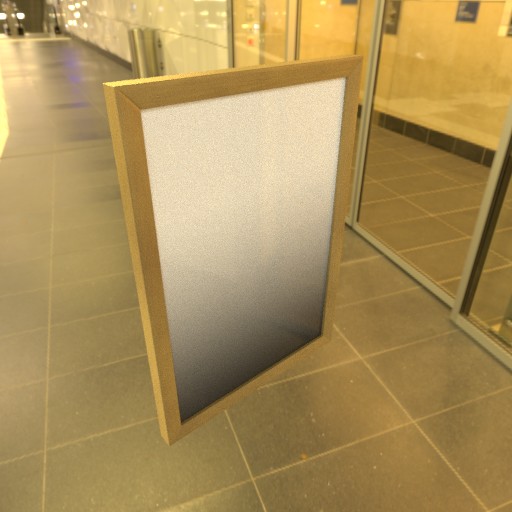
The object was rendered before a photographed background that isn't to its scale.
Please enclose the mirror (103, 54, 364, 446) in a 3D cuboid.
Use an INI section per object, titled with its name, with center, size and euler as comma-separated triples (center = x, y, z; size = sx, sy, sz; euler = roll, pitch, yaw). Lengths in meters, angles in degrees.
[mirror]
center = 0.000, 0.000, 0.897
size = 0.507, 0.710, 0.040
euler = -23, 38, -34
